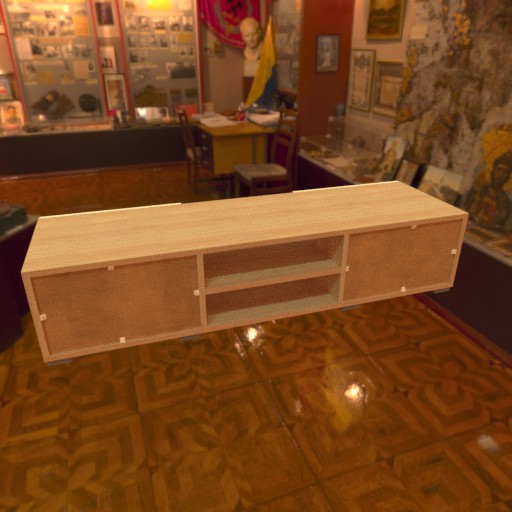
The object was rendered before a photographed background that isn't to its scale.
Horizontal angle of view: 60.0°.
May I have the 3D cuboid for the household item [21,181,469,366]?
[{"bbox_3d":[0.000,0.000,1.574,1.400,0.310,0.420,-8,27,-16],"label":"household item"}]
